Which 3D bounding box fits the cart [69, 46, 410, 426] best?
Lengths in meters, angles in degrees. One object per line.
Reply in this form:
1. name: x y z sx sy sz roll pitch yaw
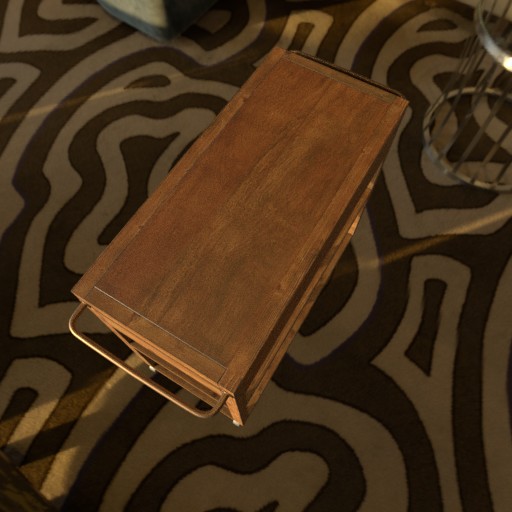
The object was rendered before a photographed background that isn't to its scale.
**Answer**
1. cart: 0.000 0.000 1.481 0.445 0.830 1.065 29 68 13
